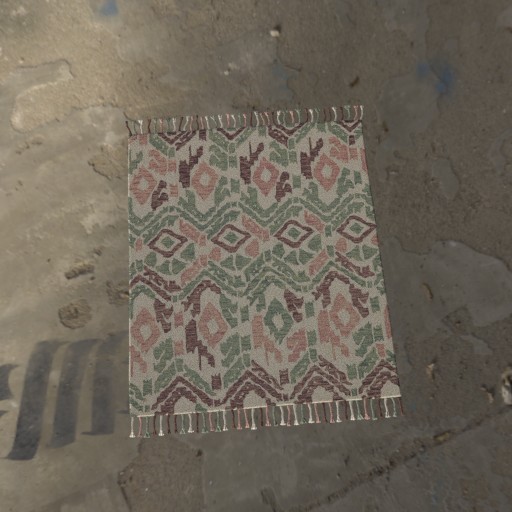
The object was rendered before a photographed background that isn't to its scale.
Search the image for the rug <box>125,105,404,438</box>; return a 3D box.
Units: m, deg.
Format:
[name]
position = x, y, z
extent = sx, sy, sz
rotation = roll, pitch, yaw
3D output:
[rug]
position = 0.000, 0.000, 4.163
extent = 2.438, 0.010, 3.048
rotation = -4, 76, -1
